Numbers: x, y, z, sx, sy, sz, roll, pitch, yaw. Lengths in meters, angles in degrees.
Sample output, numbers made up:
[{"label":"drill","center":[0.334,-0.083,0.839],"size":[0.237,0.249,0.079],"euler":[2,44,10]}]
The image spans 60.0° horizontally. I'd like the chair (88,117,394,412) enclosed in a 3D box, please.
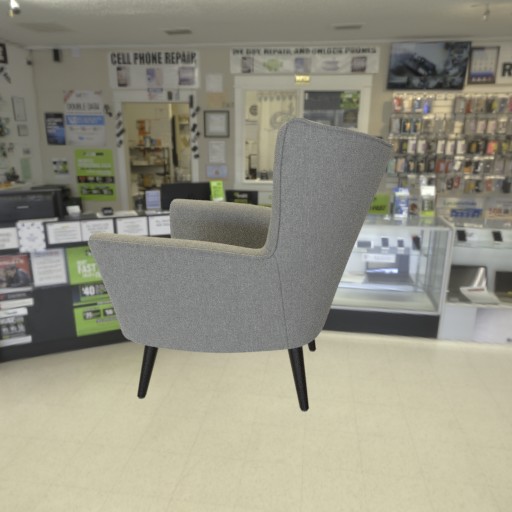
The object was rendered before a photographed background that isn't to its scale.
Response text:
[{"label":"chair","center":[0.000,0.000,1.598],"size":[0.888,0.933,0.781],"euler":[3,16,10]}]
